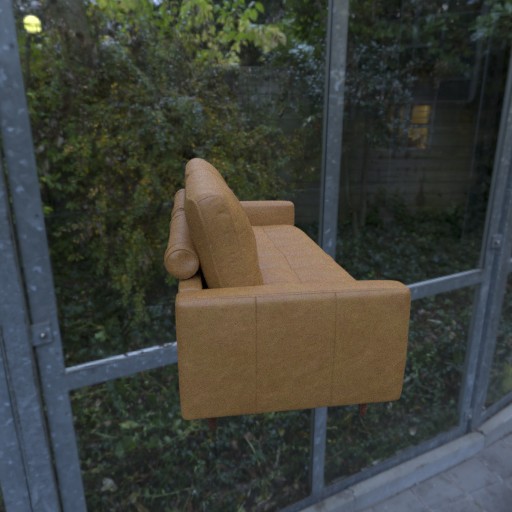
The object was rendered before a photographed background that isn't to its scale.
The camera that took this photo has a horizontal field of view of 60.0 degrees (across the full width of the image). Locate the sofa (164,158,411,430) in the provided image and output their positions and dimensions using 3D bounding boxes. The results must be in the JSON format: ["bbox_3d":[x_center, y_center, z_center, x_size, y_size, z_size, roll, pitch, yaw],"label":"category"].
[{"bbox_3d":[0.000,0.000,2.294,0.850,0.898,1.821,-2,17,-8],"label":"sofa"}]
